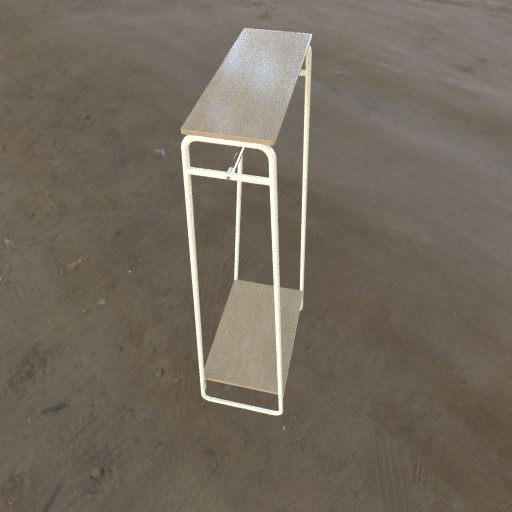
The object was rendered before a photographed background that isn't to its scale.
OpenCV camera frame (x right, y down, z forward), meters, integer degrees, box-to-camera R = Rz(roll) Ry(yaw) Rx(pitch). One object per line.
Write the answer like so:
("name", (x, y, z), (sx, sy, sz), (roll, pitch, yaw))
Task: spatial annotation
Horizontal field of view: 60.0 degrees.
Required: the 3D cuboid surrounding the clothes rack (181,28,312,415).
("clothes rack", (0.000, 0.000, 1.805), (0.400, 1.512, 0.640), (9, 48, 9))
